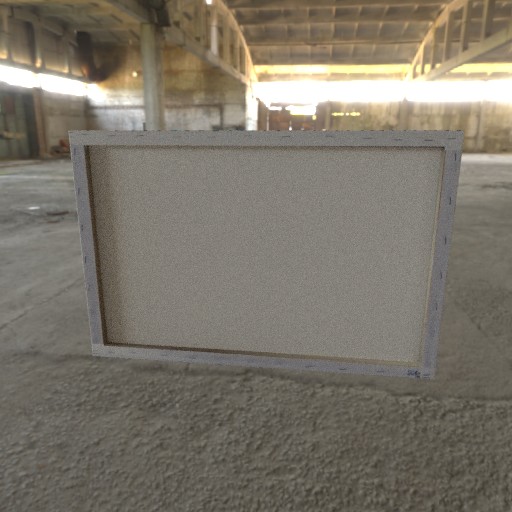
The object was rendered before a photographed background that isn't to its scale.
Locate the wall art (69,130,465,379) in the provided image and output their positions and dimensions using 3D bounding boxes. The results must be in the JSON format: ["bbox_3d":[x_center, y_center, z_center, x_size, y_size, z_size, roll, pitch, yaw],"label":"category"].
[{"bbox_3d":[0.000,0.000,1.389,1.143,0.757,0.038,2,16,7],"label":"wall art"}]
